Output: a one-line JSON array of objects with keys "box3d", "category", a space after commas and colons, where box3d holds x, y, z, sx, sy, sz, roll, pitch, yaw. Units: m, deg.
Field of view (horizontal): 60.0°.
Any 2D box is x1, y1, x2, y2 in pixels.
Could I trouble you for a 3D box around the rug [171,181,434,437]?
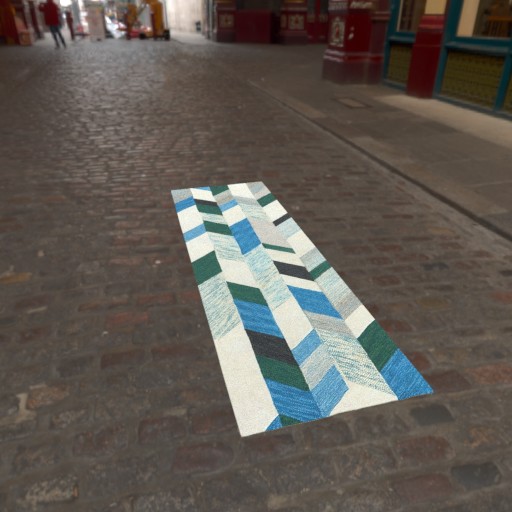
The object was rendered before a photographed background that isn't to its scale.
[{"box3d": [0.000, 0.000, 2.649, 0.774, 0.008, 2.437, -8, 30, -13], "category": "rug"}]
